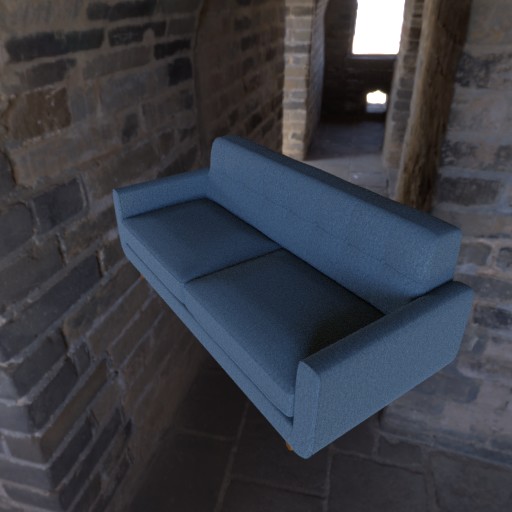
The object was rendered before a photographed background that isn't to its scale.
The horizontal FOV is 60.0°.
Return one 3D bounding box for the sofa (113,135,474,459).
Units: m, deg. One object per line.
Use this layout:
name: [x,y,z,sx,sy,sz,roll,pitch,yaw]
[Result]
sofa: [0.000,0.000,2.510,0.942,0.884,2.055,-19,36,-29]
